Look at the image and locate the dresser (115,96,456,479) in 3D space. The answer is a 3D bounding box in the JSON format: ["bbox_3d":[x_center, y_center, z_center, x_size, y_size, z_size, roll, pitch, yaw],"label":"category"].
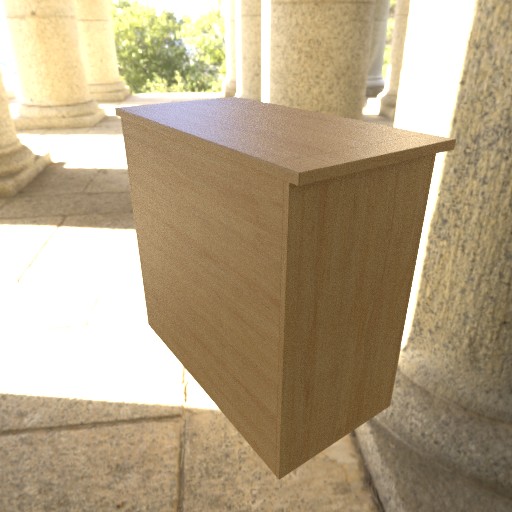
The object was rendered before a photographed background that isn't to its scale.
[{"bbox_3d":[0.000,0.000,1.230,0.410,0.730,0.800,-18,32,-31],"label":"dresser"}]
